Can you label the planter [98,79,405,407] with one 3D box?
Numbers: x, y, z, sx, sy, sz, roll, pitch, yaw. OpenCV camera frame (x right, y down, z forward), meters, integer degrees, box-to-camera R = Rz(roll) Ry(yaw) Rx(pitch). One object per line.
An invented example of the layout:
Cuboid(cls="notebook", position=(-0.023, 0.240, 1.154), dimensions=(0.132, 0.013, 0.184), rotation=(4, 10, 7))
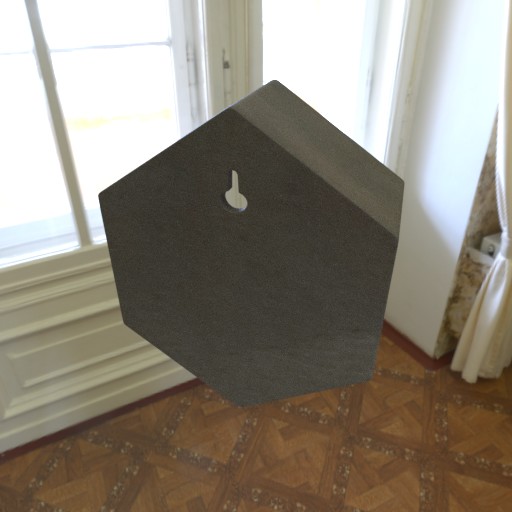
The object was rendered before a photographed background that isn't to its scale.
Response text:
Cuboid(cls="planter", position=(0.000, 0.000, 0.291), dimensions=(0.169, 0.206, 0.077), rotation=(10, 33, 15))
